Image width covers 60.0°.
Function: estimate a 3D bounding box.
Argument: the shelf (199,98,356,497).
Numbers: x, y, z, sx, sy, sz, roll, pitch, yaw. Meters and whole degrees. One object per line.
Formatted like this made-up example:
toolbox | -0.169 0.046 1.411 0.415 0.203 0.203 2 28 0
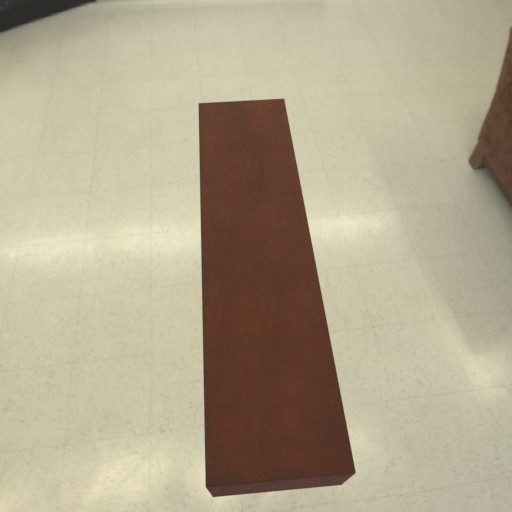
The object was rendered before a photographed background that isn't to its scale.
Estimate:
shelf | 0.000 0.000 0.652 0.152 0.088 0.607 -4 56 -3
